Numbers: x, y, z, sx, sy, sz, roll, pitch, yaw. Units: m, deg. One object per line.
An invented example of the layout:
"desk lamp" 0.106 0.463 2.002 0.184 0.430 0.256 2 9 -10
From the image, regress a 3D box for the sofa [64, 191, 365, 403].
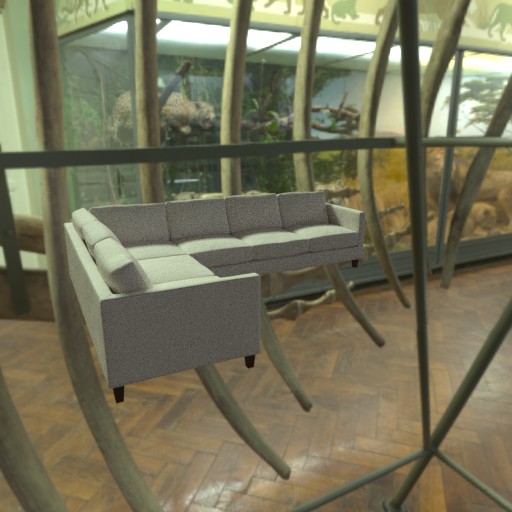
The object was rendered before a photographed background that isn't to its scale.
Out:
"sofa" 0.000 0.000 4.241 3.182 0.863 2.432 -8 18 -26
